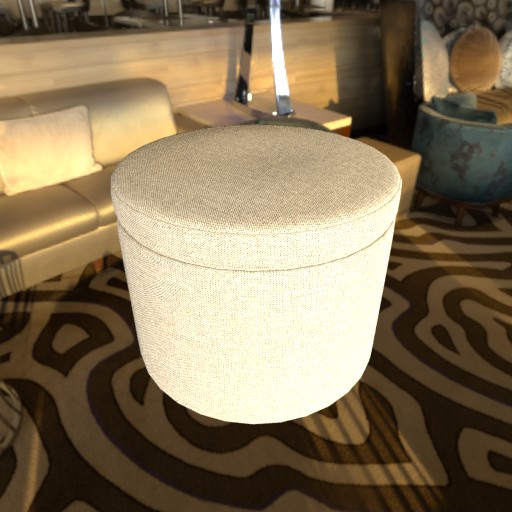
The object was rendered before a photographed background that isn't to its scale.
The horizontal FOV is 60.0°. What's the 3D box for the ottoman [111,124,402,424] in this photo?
[{"bbox_3d":[0.000,0.000,0.881,0.500,0.419,0.500,0,32,0],"label":"ottoman"}]
